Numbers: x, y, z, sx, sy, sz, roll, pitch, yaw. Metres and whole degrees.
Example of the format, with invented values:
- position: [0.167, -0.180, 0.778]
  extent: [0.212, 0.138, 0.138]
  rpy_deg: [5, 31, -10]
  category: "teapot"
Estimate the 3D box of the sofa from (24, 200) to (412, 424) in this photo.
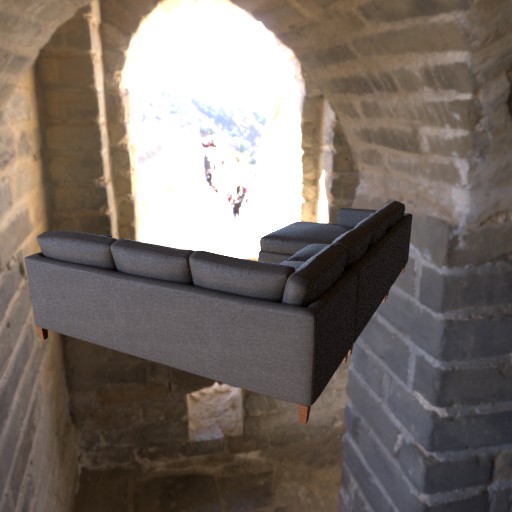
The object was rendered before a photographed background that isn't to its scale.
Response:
- position: [0.000, 0.000, 4.613]
  extent: [2.594, 0.961, 3.460]
  rpy_deg: [8, 18, 26]
  category: "sofa"
